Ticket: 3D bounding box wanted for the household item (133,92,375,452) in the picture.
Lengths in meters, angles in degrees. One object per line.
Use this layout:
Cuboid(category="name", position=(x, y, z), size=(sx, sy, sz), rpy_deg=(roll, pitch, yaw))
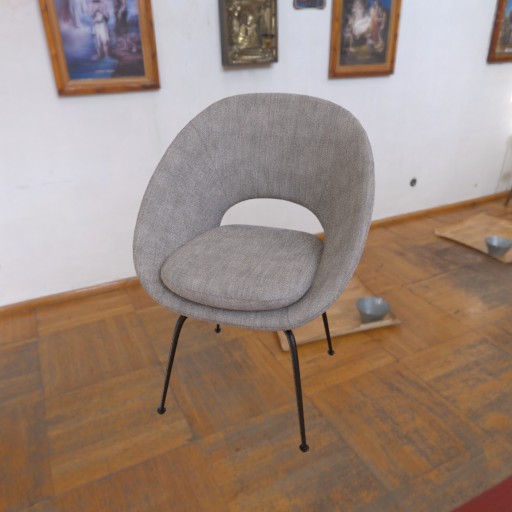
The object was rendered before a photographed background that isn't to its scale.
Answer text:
Cuboid(category="household item", position=(0.000, 0.000, 1.321), size=(0.643, 0.869, 0.587), rpy_deg=(8, 27, 16))
